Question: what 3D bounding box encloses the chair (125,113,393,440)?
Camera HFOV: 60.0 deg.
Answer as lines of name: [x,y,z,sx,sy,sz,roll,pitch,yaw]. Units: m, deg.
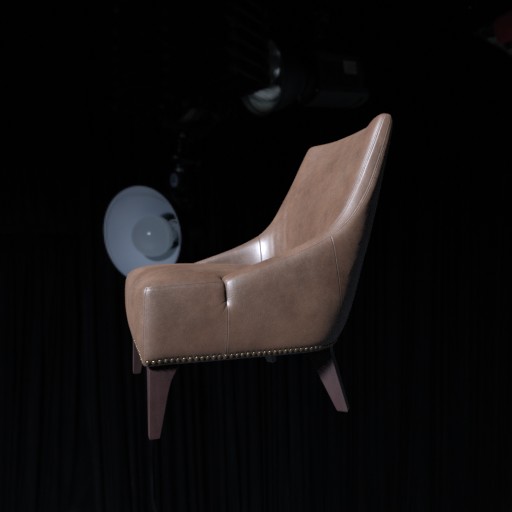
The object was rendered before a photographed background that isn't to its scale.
chair: [0.000,0.000,1.537,0.861,0.909,0.701,0,1,-19]
